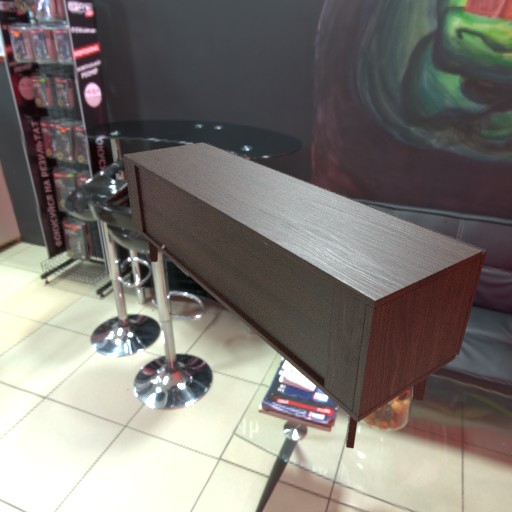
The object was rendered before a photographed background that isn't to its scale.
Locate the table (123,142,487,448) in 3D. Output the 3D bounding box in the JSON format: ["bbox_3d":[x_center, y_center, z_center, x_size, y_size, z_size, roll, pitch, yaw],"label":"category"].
[{"bbox_3d":[0.000,0.000,1.608,0.405,0.508,1.397,-18,32,-31],"label":"table"}]
